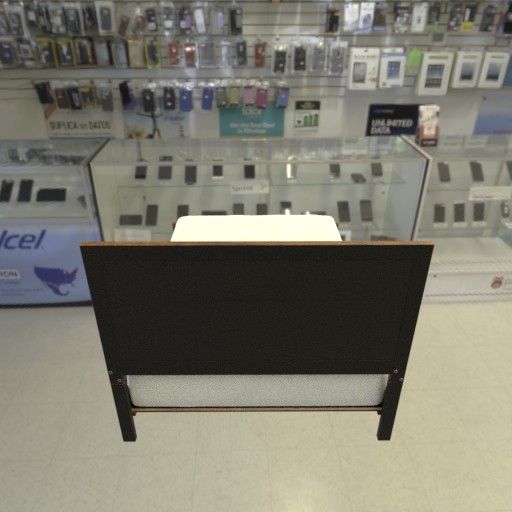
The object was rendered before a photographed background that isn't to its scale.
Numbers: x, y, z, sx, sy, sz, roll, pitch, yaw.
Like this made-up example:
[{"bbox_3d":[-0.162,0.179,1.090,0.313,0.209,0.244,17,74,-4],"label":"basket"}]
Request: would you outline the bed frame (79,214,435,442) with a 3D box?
[{"bbox_3d":[0.000,0.000,3.450,1.696,1.417,2.276,0,30,0],"label":"bed frame"}]
